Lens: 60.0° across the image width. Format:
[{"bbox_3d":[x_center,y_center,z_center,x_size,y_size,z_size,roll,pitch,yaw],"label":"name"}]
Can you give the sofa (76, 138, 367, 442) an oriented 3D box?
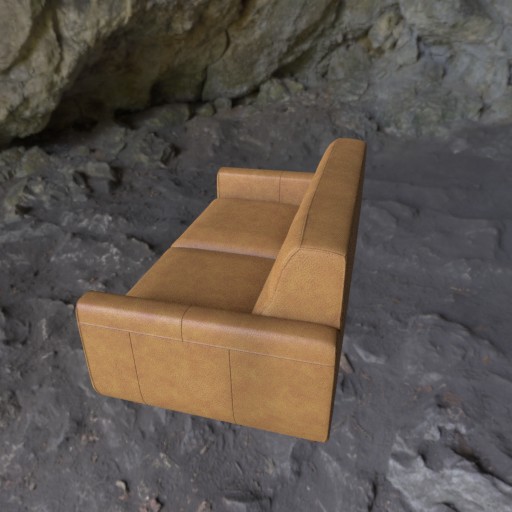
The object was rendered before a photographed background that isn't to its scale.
[{"bbox_3d":[0.000,0.000,2.226,0.952,0.925,1.651,7,30,13],"label":"sofa"}]
